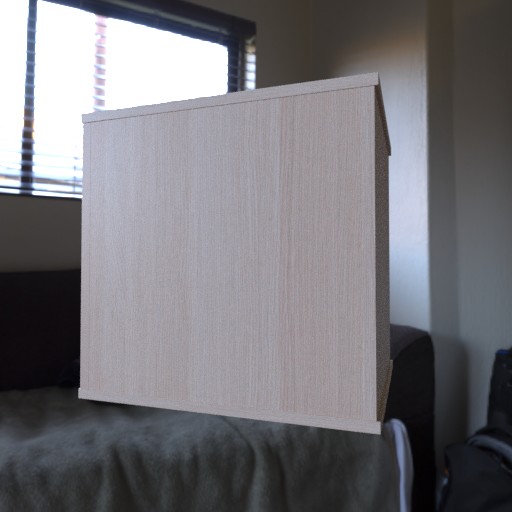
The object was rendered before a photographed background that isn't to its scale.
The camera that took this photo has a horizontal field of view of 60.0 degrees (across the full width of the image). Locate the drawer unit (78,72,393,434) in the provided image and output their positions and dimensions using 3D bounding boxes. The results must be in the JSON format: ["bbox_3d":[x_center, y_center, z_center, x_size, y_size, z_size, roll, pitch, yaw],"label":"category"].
[{"bbox_3d":[0.000,0.000,0.614,0.349,0.344,0.290,0,-1,19],"label":"drawer unit"}]
